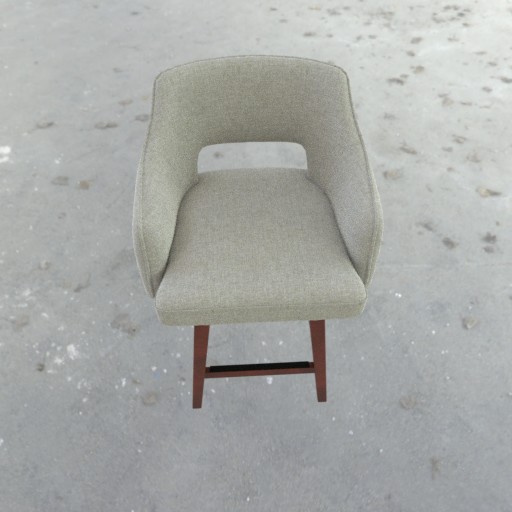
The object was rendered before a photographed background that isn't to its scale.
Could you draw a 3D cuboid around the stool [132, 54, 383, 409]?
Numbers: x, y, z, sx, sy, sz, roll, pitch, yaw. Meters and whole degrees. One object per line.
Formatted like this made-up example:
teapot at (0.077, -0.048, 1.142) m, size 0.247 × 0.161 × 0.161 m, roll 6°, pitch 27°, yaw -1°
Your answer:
stool at (0.000, 0.000, 1.300) m, size 0.599 × 0.944 × 0.558 m, roll -2°, pitch 48°, yaw -2°
